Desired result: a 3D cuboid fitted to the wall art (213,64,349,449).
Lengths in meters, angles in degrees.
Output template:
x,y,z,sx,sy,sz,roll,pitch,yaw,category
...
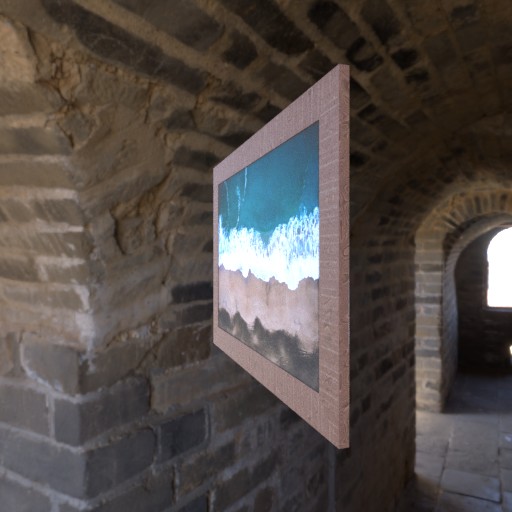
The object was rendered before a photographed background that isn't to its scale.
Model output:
x,y,z,sx,sy,sz,roll,pitch,yaw,category
0.000,0.000,1.159,0.019,0.626,0.917,0,0,-18,wall art
